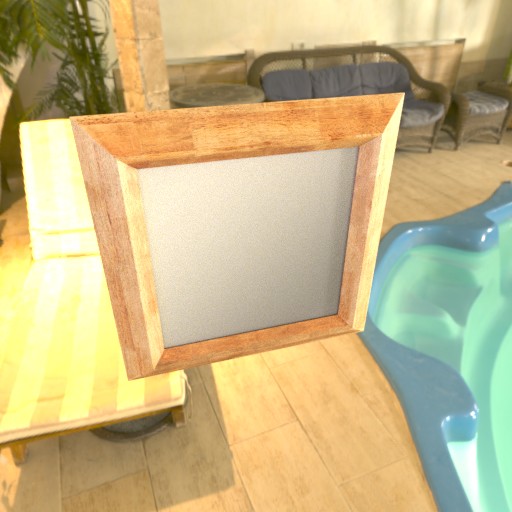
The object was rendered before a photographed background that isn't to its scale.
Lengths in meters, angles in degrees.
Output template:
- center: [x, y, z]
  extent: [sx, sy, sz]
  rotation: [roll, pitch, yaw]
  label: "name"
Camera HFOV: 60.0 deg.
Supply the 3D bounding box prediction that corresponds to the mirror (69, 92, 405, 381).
- center: [0.000, 0.000, 0.989]
  extent: [0.651, 0.651, 0.047]
  rotation: [-9, 34, -14]
  label: "mirror"
